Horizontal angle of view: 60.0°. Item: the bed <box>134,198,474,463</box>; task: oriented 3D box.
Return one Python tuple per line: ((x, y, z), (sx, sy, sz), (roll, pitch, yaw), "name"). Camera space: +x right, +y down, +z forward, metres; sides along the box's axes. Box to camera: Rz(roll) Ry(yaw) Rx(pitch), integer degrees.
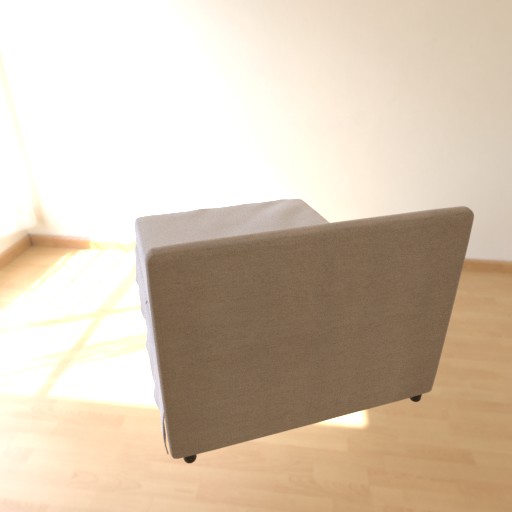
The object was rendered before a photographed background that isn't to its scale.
((0.000, 0.000, 3.214), (1.713, 1.330, 2.162), (-8, 29, -16), "bed")
